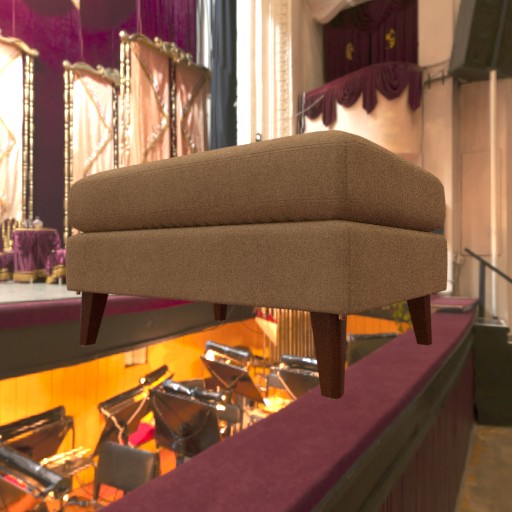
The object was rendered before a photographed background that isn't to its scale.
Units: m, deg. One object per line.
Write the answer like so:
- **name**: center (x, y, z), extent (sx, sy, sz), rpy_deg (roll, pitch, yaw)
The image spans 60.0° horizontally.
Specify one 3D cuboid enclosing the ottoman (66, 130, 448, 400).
- **ottoman**: center (0.000, 0.000, 1.169), extent (0.823, 0.478, 0.610), rpy_deg (0, 0, 37)
